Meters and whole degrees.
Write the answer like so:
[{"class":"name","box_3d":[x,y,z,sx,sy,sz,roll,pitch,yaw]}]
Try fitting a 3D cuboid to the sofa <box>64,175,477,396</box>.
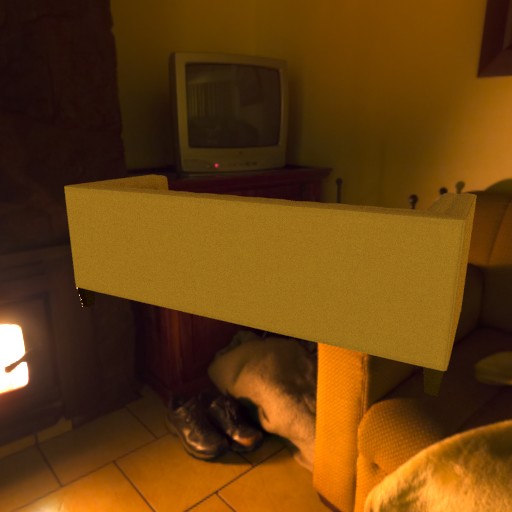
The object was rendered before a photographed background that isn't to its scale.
[{"class":"sofa","box_3d":[0.000,0.000,2.537,2.159,0.762,0.775,8,18,27]}]
